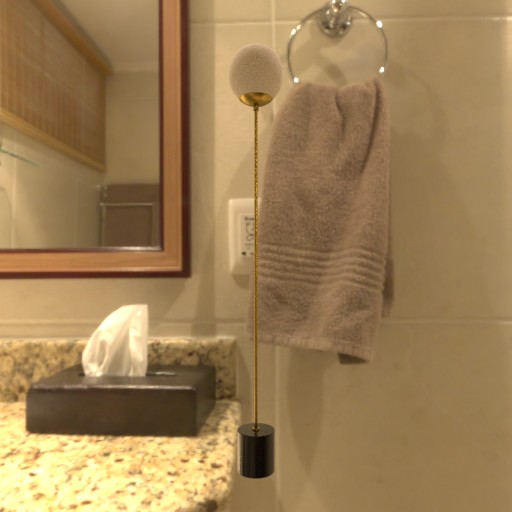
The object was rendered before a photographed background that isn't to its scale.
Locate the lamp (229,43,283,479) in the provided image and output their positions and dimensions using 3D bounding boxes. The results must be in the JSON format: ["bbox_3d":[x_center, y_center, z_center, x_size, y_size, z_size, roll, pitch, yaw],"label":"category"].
[{"bbox_3d":[0.000,0.000,1.829,0.229,1.748,0.229,1,-2,-36],"label":"lamp"}]
